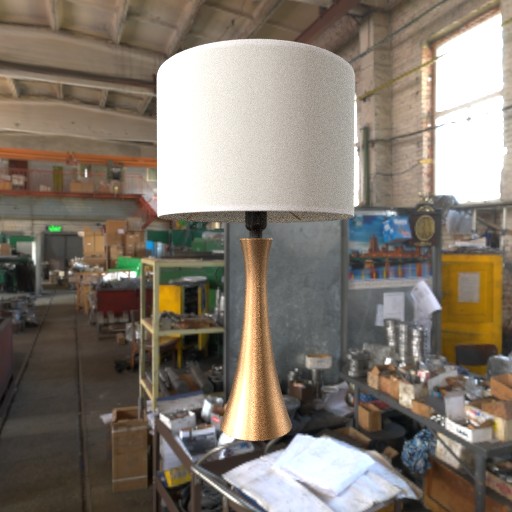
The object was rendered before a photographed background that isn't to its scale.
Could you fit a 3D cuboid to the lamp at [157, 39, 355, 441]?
[{"bbox_3d":[0.000,0.000,0.621,0.268,0.479,0.268,1,2,34],"label":"lamp"}]
